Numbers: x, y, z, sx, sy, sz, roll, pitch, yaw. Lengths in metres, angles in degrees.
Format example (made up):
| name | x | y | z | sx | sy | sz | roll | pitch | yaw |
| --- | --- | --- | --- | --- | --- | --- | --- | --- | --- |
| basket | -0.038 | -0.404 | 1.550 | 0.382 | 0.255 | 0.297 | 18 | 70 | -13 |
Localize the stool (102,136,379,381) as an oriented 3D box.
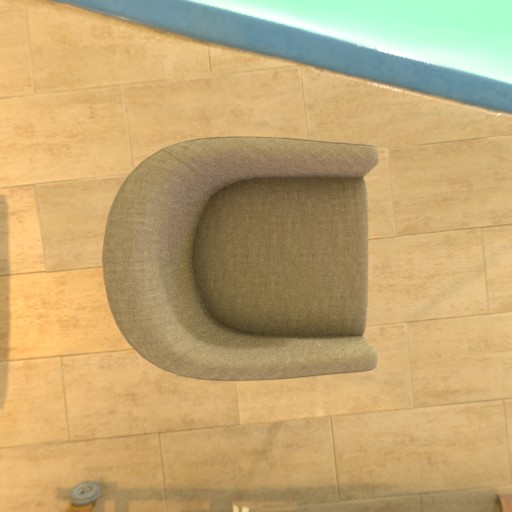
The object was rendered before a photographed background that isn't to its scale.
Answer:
| name | x | y | z | sx | sy | sz | roll | pitch | yaw |
| --- | --- | --- | --- | --- | --- | --- | --- | --- | --- |
| stool | 0.000 | 0.000 | 1.387 | 0.635 | 0.952 | 0.559 | 0 | 91 | 0 |
